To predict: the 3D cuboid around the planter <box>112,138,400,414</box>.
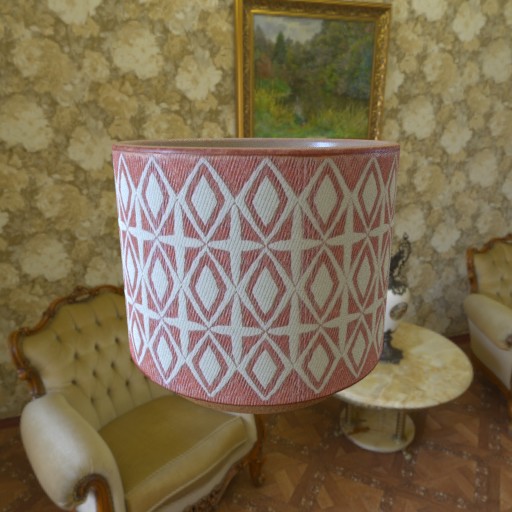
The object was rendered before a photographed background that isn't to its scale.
[{"bbox_3d":[0.000,0.000,0.472,0.273,0.237,0.273,0,16,0],"label":"planter"}]
